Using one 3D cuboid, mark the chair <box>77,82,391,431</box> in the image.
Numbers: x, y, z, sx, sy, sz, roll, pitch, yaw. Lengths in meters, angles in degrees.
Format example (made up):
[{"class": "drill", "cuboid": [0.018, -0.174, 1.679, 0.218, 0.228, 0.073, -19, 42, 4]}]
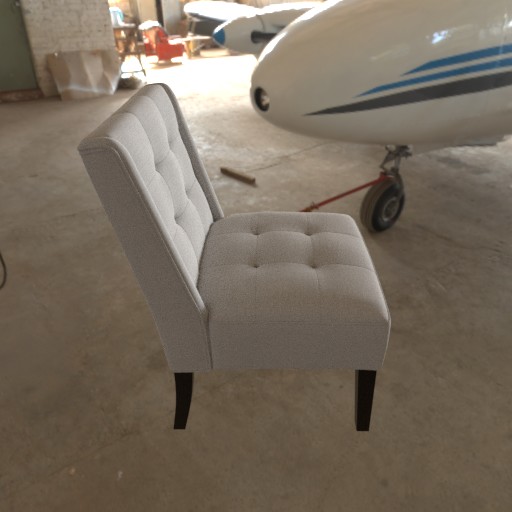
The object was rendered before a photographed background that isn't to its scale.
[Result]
[{"class": "chair", "cuboid": [0.000, 0.000, 1.273, 0.676, 0.853, 0.569, 1, 32, 1]}]
